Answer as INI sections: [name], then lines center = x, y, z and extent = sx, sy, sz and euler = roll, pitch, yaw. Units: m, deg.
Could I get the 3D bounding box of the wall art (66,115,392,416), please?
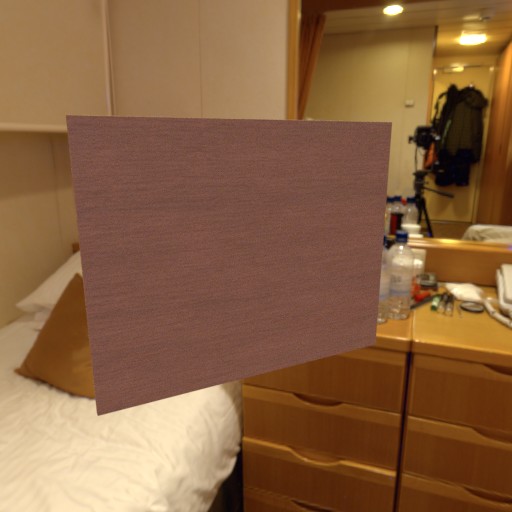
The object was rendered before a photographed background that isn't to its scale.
[wall art]
center = 0.000, 0.000, 0.692
extent = 0.508, 0.408, 0.010
euler = -7, 16, -26
